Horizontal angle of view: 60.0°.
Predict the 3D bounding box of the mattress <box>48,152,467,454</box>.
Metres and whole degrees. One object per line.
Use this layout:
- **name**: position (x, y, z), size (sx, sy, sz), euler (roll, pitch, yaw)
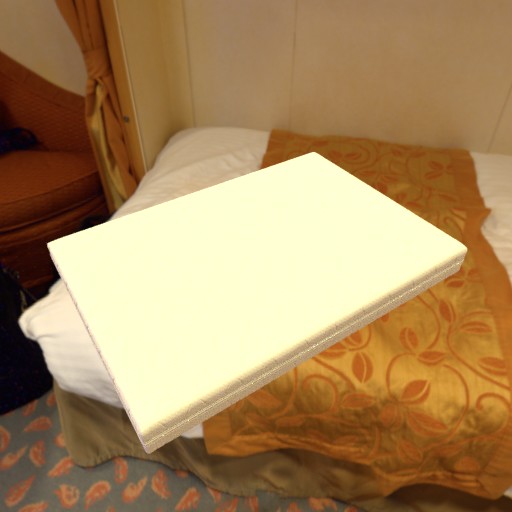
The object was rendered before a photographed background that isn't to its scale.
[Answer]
- **mattress**: position (0.000, 0.000, 2.599), size (2.000, 0.200, 1.400), euler (-24, 46, -25)
